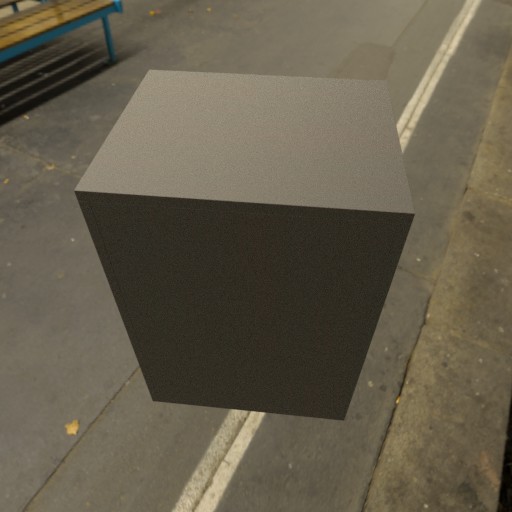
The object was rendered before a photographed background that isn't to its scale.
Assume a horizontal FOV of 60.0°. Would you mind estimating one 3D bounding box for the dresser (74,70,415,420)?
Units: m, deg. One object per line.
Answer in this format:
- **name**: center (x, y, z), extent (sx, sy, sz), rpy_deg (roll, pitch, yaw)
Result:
- **dresser**: center (0.000, 0.000, 0.841), extent (0.400, 0.560, 0.360), rpy_deg (4, 47, 4)
